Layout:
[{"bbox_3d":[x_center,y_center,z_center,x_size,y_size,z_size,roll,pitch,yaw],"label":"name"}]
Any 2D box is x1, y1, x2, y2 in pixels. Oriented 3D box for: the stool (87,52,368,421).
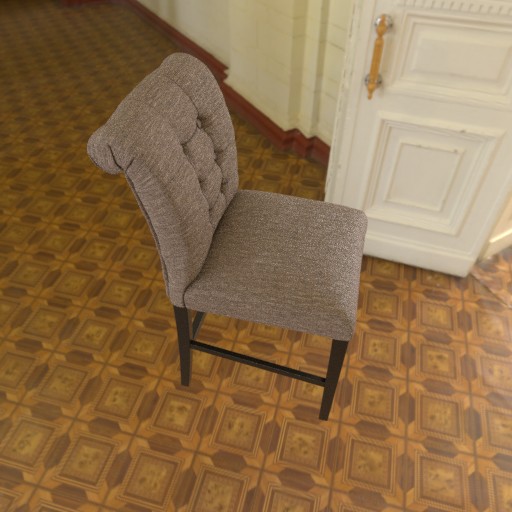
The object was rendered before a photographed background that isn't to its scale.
[{"bbox_3d":[0.000,0.000,1.298,0.611,0.970,0.457,10,47,10],"label":"stool"}]
